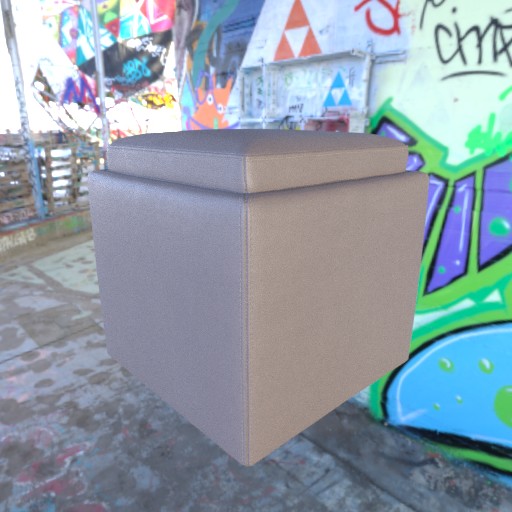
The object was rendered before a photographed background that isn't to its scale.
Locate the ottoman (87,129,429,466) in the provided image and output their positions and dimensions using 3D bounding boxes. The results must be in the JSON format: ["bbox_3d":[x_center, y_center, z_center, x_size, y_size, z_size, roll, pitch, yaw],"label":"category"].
[{"bbox_3d":[0.000,0.000,0.836,0.451,0.460,0.450,-15,22,-41],"label":"ottoman"}]
